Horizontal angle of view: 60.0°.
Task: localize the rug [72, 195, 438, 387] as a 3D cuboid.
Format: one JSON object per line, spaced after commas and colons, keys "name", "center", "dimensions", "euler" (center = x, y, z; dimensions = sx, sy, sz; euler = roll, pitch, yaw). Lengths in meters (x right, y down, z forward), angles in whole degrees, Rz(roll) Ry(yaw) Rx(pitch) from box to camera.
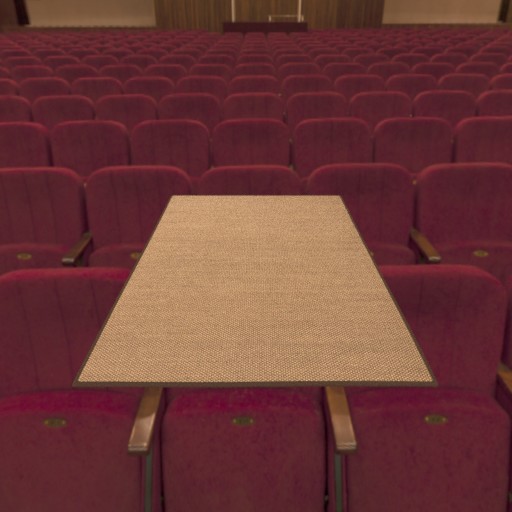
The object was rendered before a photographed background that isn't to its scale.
{"name": "rug", "center": [0.000, 0.000, 2.026], "dimensions": [1.067, 0.013, 1.676], "euler": [0, 27, 0]}
